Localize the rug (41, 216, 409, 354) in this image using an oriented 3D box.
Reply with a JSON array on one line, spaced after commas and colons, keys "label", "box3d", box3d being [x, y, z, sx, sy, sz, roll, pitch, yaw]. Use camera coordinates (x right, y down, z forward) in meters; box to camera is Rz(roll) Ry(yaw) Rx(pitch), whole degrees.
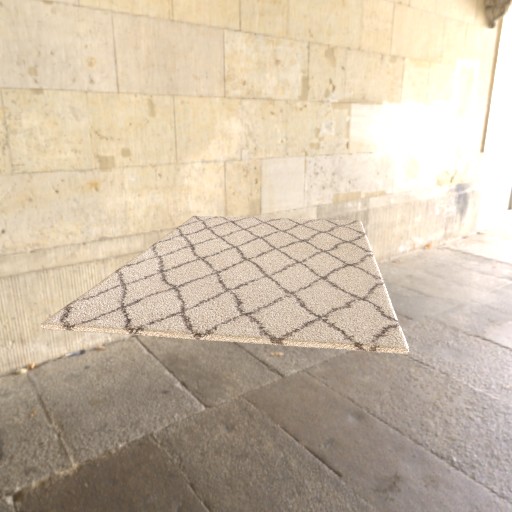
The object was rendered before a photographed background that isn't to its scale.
[{"label": "rug", "box3d": [0.000, 0.000, 3.377, 1.778, 0.030, 2.743, 2, 17, 8]}]
